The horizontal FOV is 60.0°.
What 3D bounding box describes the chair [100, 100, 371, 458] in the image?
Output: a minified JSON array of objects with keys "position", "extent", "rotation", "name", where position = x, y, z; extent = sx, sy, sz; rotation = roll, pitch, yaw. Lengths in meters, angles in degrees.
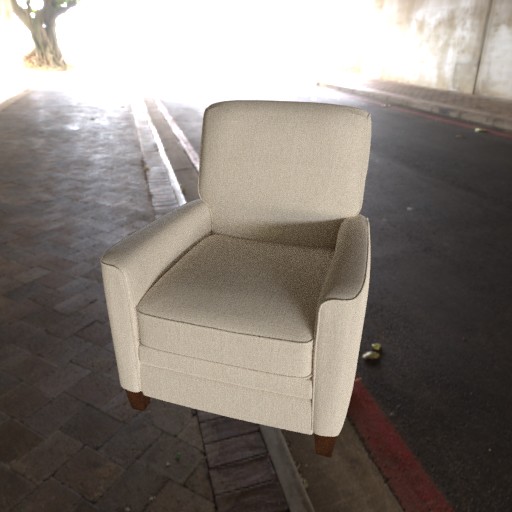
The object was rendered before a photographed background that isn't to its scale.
[{"position":[0.000,0.000,1.664],"extent":[0.841,1.028,0.858],"rotation":[7,27,15],"name":"chair"}]
